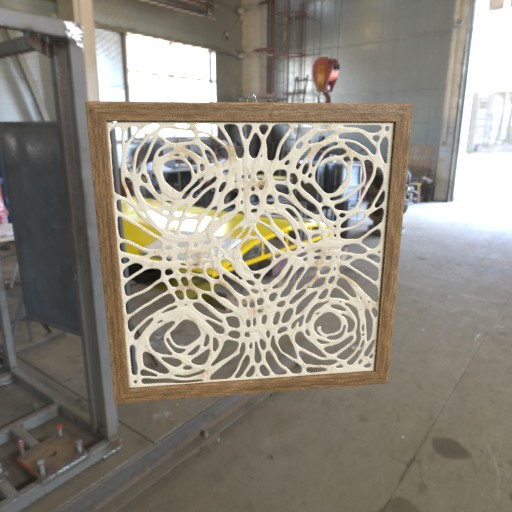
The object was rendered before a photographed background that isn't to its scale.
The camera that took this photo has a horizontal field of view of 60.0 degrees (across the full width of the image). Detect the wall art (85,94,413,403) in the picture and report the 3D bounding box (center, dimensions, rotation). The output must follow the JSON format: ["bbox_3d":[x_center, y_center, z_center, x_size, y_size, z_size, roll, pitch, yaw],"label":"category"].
[{"bbox_3d":[0.000,0.000,0.834,0.561,0.576,0.021,-2,16,-7],"label":"wall art"}]
